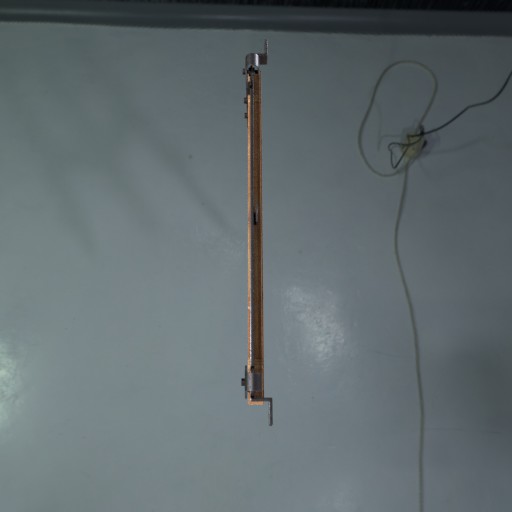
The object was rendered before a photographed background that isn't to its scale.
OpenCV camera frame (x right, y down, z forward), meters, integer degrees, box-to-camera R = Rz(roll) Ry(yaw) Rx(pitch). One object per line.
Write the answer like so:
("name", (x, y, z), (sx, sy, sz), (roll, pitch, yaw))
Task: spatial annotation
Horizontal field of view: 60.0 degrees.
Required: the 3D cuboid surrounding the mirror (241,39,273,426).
("mirror", (0.000, 0.000, 1.198), (0.054, 0.800, 0.805), (0, 74, 0))
